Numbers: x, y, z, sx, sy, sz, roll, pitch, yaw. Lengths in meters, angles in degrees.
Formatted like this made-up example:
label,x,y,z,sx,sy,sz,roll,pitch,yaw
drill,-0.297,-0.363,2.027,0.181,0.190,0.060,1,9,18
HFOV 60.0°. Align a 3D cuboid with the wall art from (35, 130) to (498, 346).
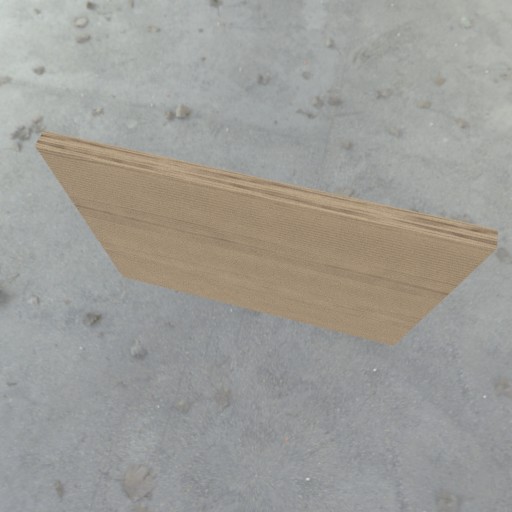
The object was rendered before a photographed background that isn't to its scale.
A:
label,x,y,z,sx,sy,sz,roll,pitch,yaw
wall art,0.000,0.000,1.067,0.841,0.609,0.063,13,64,7
